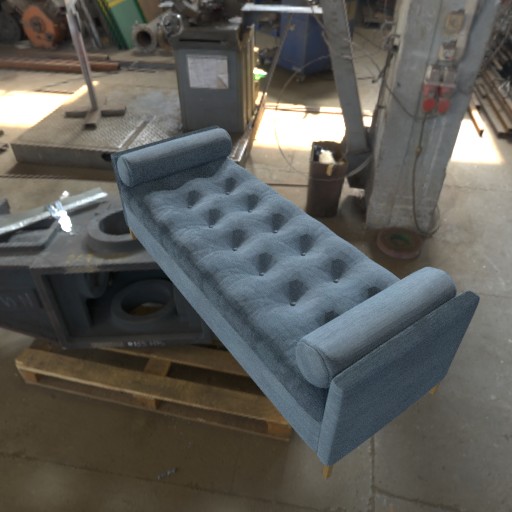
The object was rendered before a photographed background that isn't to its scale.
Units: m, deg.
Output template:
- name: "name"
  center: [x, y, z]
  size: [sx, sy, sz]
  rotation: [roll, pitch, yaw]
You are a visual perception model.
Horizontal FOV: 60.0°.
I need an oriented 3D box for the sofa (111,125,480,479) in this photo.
- name: "sofa"
  center: [0.000, 0.000, 2.456]
  size: [0.796, 0.705, 2.102]
  rotation: [-24, 45, -26]
